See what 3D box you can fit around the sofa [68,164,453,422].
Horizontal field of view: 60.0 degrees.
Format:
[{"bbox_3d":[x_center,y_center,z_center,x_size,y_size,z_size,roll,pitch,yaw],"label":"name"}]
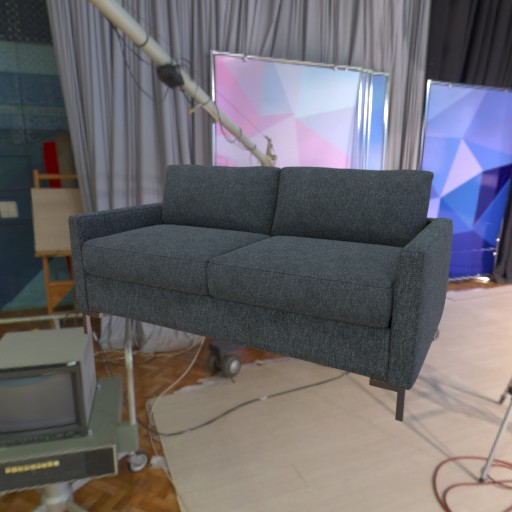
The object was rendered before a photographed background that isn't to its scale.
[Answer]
[{"bbox_3d":[0.000,0.000,2.199,1.716,0.862,0.866,7,15,28],"label":"sofa"}]
